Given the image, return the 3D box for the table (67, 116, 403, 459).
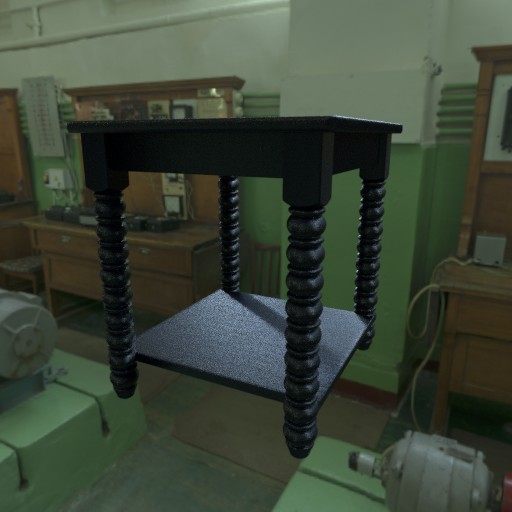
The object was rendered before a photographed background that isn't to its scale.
[{"bbox_3d":[0.000,0.000,0.986,0.500,0.567,0.533,8,17,26],"label":"table"}]
